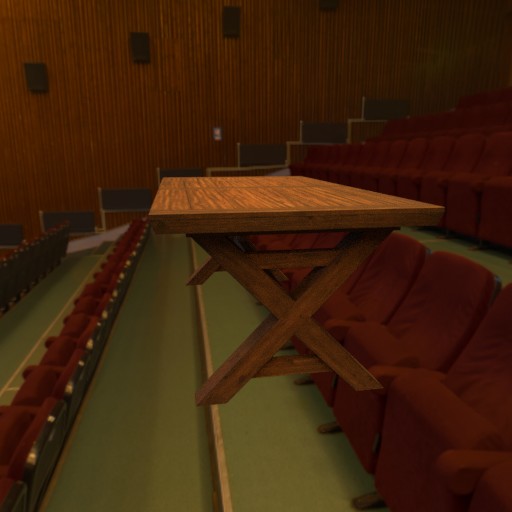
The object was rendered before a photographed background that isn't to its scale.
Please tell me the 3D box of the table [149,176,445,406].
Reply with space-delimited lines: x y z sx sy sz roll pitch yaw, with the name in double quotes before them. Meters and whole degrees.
"table" 0.000 0.000 2.583 1.071 0.793 1.966 -2 14 -10
